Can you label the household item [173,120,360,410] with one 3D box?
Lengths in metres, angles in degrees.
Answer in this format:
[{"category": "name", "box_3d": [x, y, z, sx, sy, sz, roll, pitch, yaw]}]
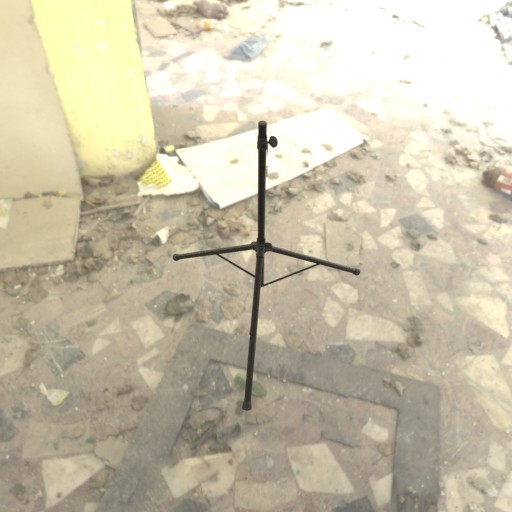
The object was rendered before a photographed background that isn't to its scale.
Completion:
[{"category": "household item", "box_3d": [0.000, 0.000, 2.781, 1.596, 1.595, 1.339, 5, 47, 5]}]
